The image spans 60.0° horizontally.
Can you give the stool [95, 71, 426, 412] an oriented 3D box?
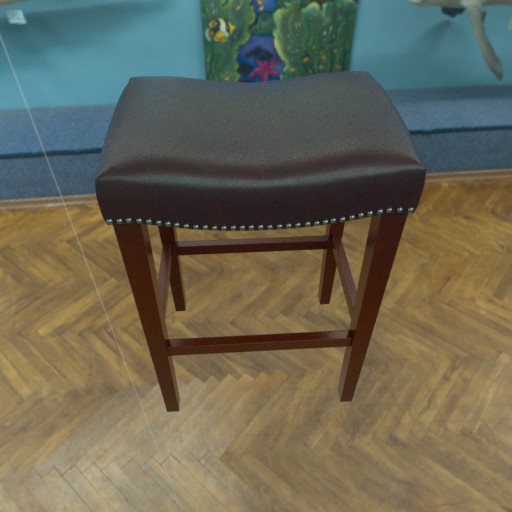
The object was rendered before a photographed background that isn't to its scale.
[{"bbox_3d":[0.000,0.000,1.016,0.504,0.742,0.372,-2,45,-2],"label":"stool"}]
